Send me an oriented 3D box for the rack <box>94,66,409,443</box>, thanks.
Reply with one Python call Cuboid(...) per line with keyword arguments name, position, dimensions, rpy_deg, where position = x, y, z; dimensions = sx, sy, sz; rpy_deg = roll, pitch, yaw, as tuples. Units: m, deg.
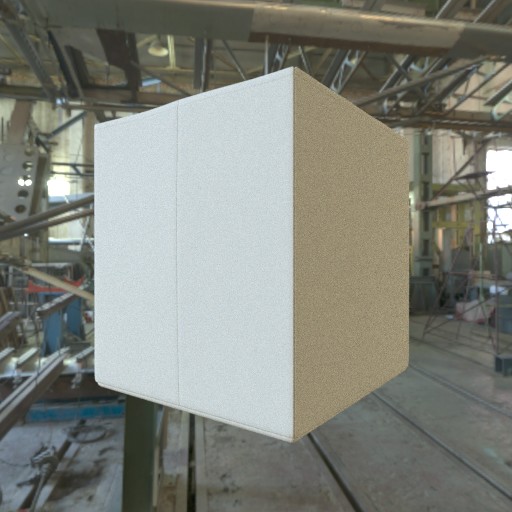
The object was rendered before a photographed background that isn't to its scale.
Cuboid(name="rack", position=(0.000, 0.000, 0.509), dimensions=(0.270, 0.280, 0.270), rpy_deg=(0, 0, 36))
